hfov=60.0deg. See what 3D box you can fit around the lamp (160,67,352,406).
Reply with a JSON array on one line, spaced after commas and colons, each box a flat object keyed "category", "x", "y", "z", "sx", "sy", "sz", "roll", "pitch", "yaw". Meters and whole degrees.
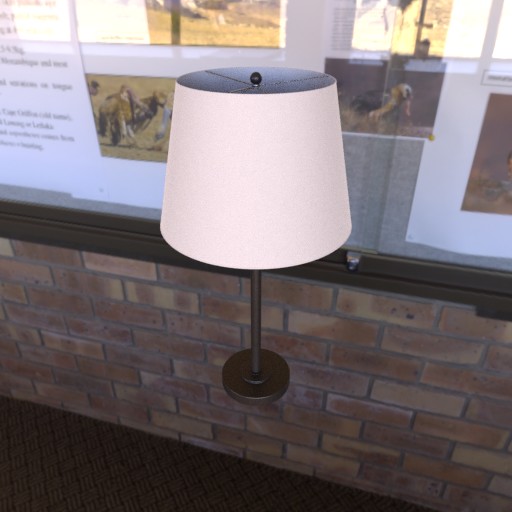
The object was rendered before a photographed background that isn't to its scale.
[{"category": "lamp", "x": 0.000, "y": 0.000, "z": 0.898, "sx": 0.363, "sy": 0.696, "sz": 0.363, "roll": 0, "pitch": 31, "yaw": 0}]
